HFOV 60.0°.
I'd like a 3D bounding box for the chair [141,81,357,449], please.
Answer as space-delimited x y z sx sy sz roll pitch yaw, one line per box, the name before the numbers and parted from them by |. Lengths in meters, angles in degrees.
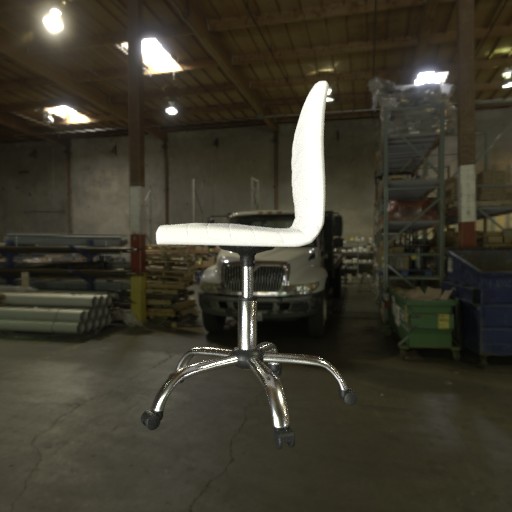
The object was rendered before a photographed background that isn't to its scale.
chair | 0.000 0.000 1.163 0.530 0.780 0.556 0 2 1
